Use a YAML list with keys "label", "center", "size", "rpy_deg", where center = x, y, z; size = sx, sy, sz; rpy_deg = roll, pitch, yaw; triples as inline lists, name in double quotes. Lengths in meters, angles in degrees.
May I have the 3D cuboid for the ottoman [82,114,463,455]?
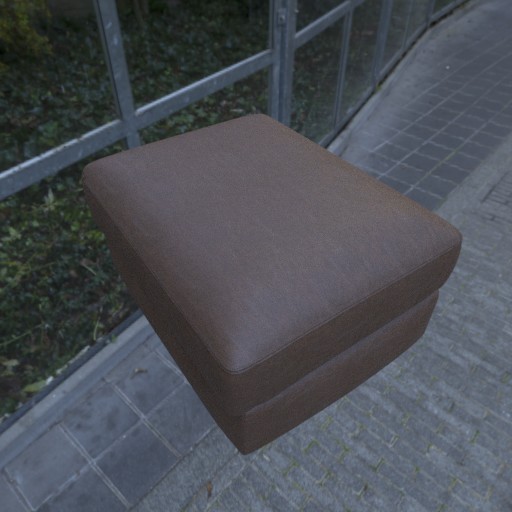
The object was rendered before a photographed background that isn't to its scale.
- label: "ottoman"
  center: [0.000, 0.000, 1.171]
  size: [0.635, 0.508, 0.787]
  rpy_deg: [-25, 47, -25]
